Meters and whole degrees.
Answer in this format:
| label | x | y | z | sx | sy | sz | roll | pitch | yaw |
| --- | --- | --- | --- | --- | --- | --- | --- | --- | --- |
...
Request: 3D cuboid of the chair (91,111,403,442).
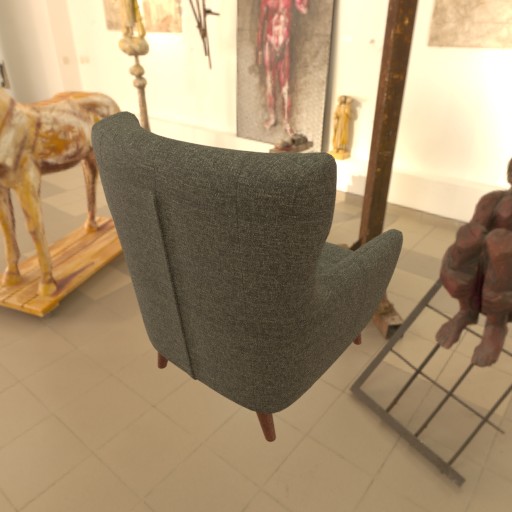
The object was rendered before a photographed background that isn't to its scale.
| label | x | y | z | sx | sy | sz | roll | pitch | yaw |
| --- | --- | --- | --- | --- | --- | --- | --- | --- | --- |
| chair | 0.000 | 0.000 | 1.723 | 0.878 | 1.063 | 0.904 | 21 | 36 | 33 |
